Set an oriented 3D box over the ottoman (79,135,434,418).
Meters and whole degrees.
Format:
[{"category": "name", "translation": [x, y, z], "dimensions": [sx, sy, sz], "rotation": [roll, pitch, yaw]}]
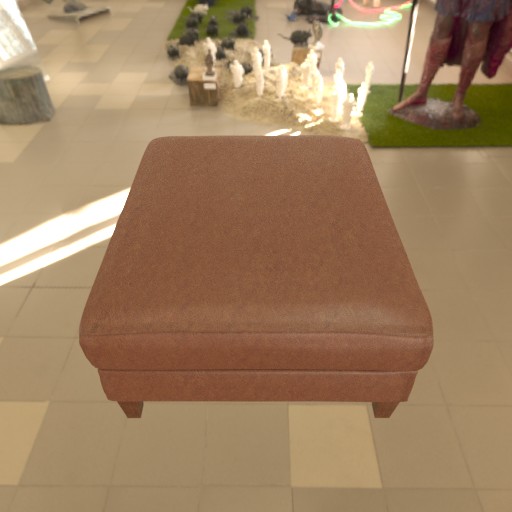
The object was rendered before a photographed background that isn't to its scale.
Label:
[{"category": "ottoman", "translation": [0.000, 0.000, 1.473], "dimensions": [0.836, 0.472, 0.987], "rotation": [0, 41, 0]}]
